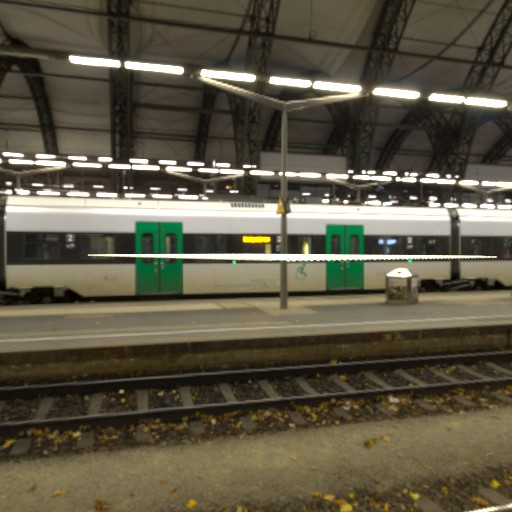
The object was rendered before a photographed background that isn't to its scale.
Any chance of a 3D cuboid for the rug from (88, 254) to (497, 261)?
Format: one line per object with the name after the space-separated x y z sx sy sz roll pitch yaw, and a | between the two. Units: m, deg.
0.000 0.000 2.985 1.524 0.010 2.438 0 1 -36 | rug
